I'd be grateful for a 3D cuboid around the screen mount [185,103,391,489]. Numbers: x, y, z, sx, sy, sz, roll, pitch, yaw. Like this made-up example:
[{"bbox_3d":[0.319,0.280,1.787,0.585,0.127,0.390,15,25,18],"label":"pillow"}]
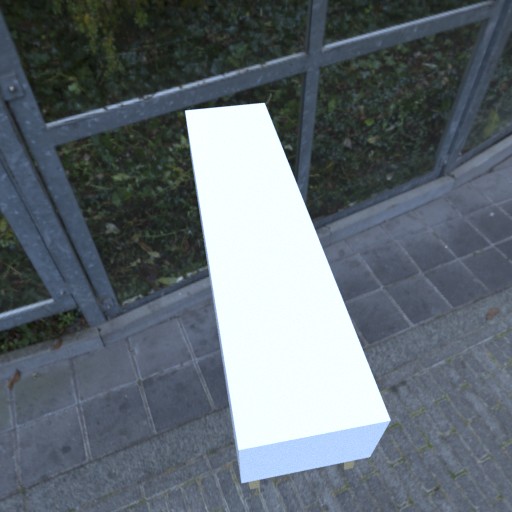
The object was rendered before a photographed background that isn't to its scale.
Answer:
[{"bbox_3d":[0.000,0.000,1.825,0.399,0.432,1.644,-8,48,-7],"label":"screen mount"}]
